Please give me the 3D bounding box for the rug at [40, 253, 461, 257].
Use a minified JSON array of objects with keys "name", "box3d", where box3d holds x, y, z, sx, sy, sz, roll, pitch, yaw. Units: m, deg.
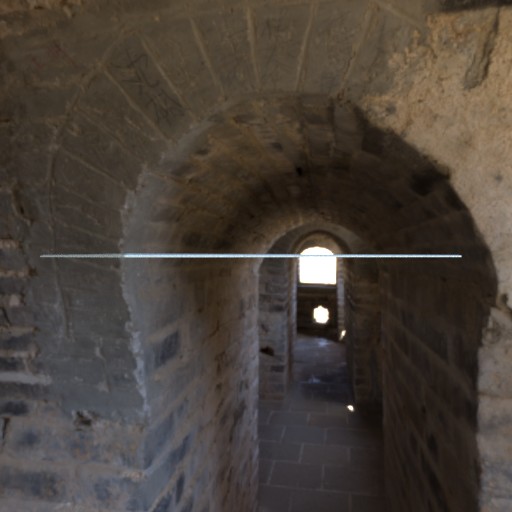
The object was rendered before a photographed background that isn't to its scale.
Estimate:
[{"name":"rug","box3d":[0.000,0.000,3.456,2.746,0.018,1.819,0,0,-36]}]
